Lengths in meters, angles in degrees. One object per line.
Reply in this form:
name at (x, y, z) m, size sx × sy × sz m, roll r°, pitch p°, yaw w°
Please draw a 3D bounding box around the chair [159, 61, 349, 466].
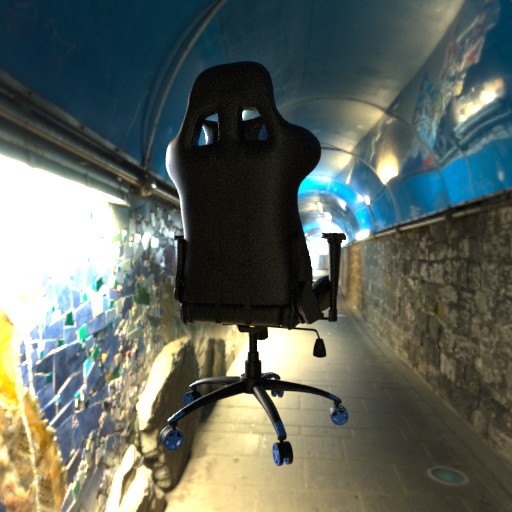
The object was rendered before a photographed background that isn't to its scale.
chair at (0.000, 0.000, 1.729) m, size 0.695 × 1.282 × 0.730 m, roll 0°, pitch -1°, yaw 18°
